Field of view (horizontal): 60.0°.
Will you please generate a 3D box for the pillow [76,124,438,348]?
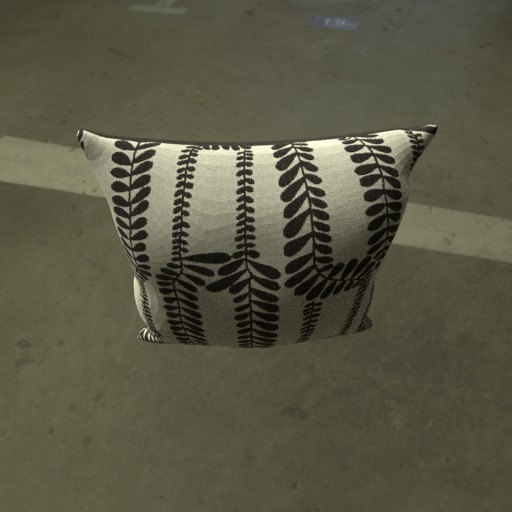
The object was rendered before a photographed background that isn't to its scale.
[{"bbox_3d":[0.000,0.000,0.675,0.440,0.441,0.182,-2,46,-2],"label":"pillow"}]
